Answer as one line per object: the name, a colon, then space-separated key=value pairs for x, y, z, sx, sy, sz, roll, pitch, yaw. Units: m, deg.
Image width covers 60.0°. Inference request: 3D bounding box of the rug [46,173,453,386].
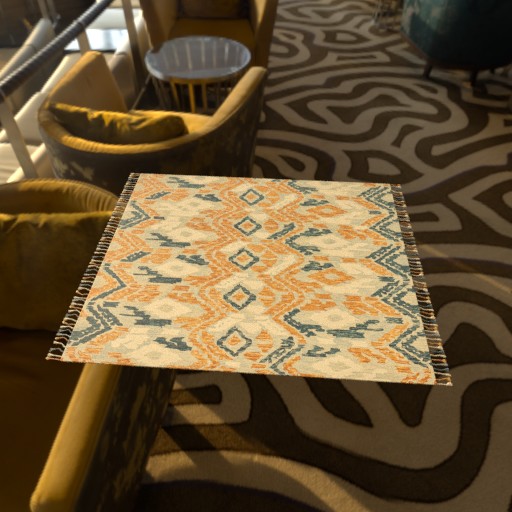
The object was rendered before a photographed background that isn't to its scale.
rug: x=0.000 y=0.000 z=4.142 sx=3.048 sy=0.010 sz=2.439 roll=3 pitch=46 yaw=3
